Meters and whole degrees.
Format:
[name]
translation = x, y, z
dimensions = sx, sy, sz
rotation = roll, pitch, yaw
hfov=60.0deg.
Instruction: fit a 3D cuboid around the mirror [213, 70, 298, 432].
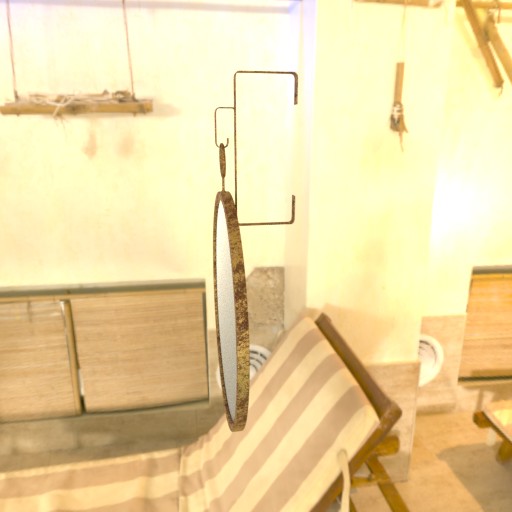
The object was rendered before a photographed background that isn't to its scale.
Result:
[mirror]
translation = 0.000, 0.000, 0.840
dimensions = 0.144, 0.651, 0.447
rotation = -3, 16, -9
